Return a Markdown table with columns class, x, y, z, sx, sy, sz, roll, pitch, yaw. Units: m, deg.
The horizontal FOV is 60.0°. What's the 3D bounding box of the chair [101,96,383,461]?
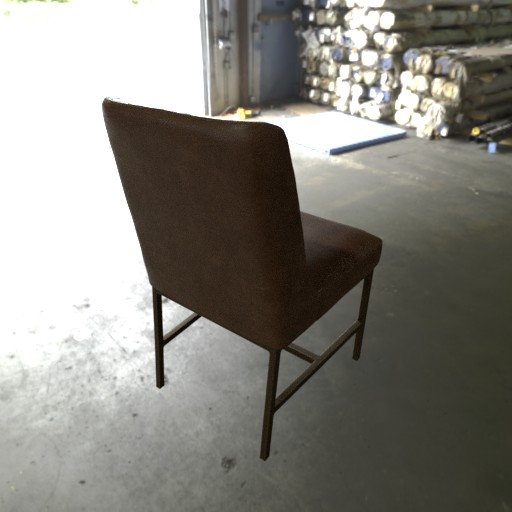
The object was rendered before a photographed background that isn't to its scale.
| class | x | y | z | sx | sy | sz | roll | pitch | yaw |
| --- | --- | --- | --- | --- | --- | --- | --- | --- | --- |
| chair | 0.000 | 0.000 | 1.228 | 0.508 | 0.889 | 0.587 | 21 | 37 | 32 |
